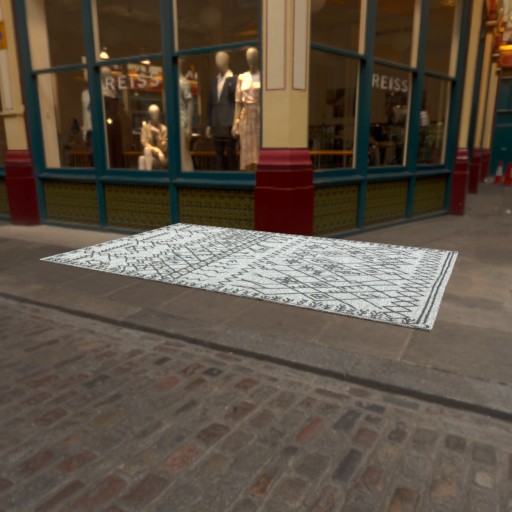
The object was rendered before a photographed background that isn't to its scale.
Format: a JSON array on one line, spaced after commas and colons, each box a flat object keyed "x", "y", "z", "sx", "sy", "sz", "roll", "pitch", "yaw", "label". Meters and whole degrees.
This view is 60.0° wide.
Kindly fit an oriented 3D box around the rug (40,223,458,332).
[{"x": 0.000, "y": 0.000, "z": 4.760, "sx": 3.824, "sy": 0.019, "sz": 2.393, "roll": 7, "pitch": 16, "yaw": 27, "label": "rug"}]
